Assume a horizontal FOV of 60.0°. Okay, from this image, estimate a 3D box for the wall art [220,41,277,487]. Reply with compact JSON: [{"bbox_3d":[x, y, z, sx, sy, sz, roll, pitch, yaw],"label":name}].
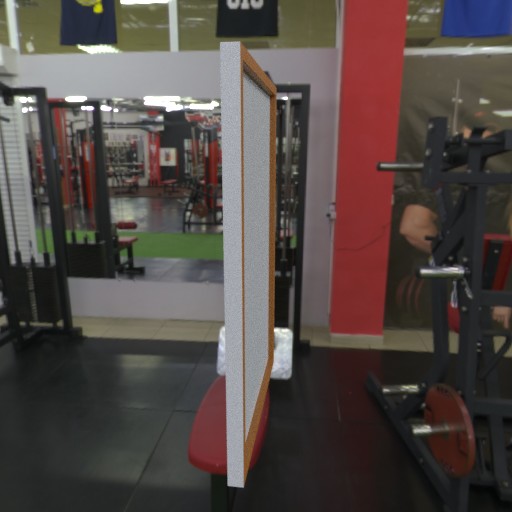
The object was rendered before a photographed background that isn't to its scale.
[{"bbox_3d":[0.000,0.000,1.175,0.037,0.916,0.610,2,14,8],"label":"wall art"}]
